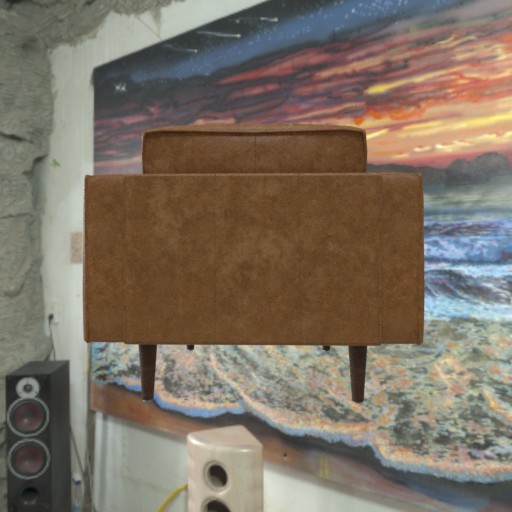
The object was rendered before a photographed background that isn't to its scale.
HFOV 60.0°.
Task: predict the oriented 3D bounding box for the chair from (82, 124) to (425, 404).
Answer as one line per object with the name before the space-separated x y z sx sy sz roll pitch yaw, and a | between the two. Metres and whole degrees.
chair | 0.000 0.000 1.515 0.928 0.767 0.798 0 0 2
